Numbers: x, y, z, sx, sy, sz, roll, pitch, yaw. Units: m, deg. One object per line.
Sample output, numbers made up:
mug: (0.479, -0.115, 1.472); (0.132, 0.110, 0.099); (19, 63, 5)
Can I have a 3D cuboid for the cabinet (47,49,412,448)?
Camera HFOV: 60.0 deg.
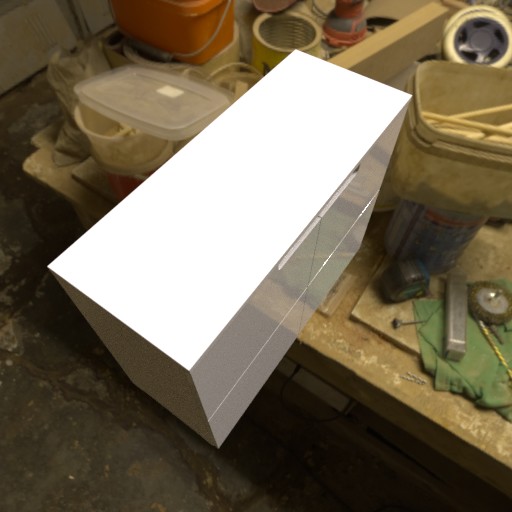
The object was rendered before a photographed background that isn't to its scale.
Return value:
cabinet: (0.000, 0.000, 1.453); (0.400, 0.800, 1.000); (31, 62, 19)
